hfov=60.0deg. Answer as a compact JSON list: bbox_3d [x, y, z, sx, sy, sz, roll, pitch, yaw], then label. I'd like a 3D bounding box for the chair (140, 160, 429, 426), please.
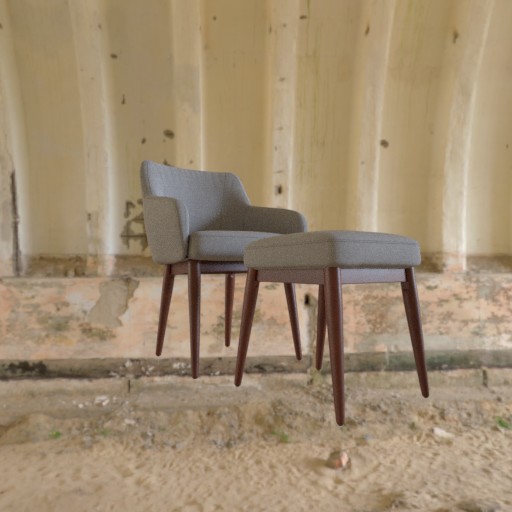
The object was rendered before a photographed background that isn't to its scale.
[{"bbox_3d":[0.000,0.000,1.559,0.584,0.799,1.107,1,-2,-38],"label":"chair"}]
